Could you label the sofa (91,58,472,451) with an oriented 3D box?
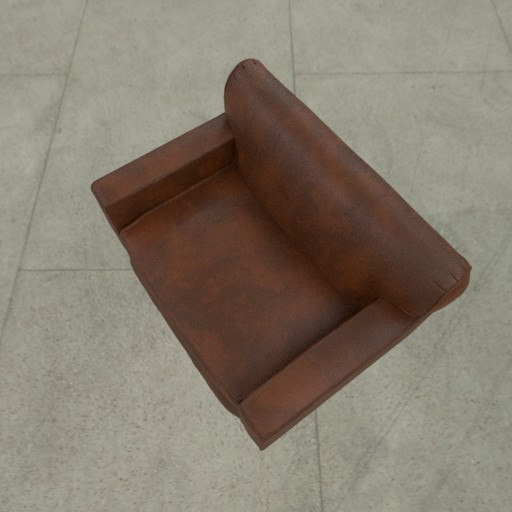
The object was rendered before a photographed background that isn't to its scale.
[{"bbox_3d":[0.000,0.000,2.070,1.000,0.956,1.413,-33,68,-15],"label":"sofa"}]
